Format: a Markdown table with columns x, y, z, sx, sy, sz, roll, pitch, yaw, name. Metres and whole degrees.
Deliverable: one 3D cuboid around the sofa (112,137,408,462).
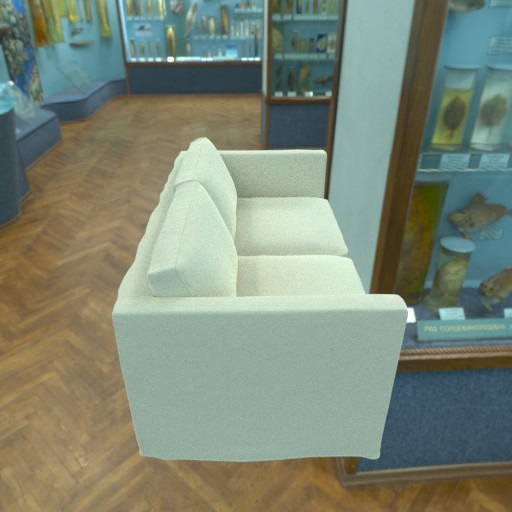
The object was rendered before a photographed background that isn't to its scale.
| x | y | z | sx | sy | sz | roll | pitch | yaw | name |
| --- | --- | --- | --- | --- | --- | --- | --- | --- | --- |
| 0.000 | 0.000 | 2.259 | 0.962 | 0.834 | 1.746 | -1 | 30 | -1 | sofa |
